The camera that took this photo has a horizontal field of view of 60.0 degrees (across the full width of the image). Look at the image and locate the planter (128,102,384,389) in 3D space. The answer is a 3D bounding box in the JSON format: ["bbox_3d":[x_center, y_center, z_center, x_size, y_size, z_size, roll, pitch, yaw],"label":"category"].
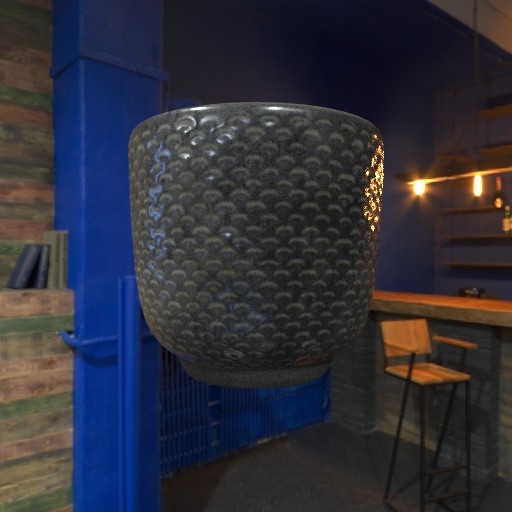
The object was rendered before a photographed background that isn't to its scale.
[{"bbox_3d":[0.000,0.000,0.252,0.140,0.129,0.140,0,0,0],"label":"planter"}]
